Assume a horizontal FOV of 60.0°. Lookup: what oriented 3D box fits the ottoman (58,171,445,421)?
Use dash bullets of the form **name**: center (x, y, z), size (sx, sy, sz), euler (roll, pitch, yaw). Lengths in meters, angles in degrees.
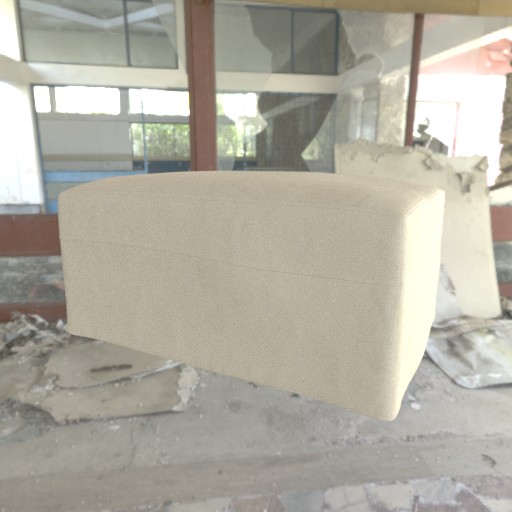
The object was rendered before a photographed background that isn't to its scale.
- **ottoman**: center (0.000, 0.000, 1.178), size (0.872, 0.444, 0.590), euler (7, 15, 27)
